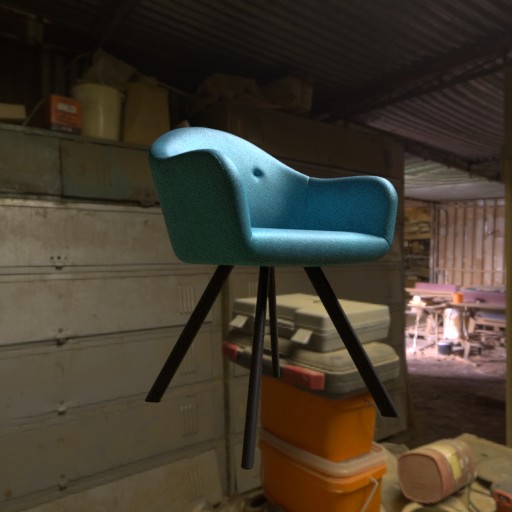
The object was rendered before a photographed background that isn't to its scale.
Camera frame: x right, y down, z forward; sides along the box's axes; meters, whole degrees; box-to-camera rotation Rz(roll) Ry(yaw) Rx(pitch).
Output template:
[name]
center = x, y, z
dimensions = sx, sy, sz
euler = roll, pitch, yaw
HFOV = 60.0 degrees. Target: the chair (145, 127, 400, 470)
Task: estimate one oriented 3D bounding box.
[chair]
center = 0.000, 0.000, 1.172
dimensions = 0.540, 0.780, 0.570
euler = 0, 0, -36
